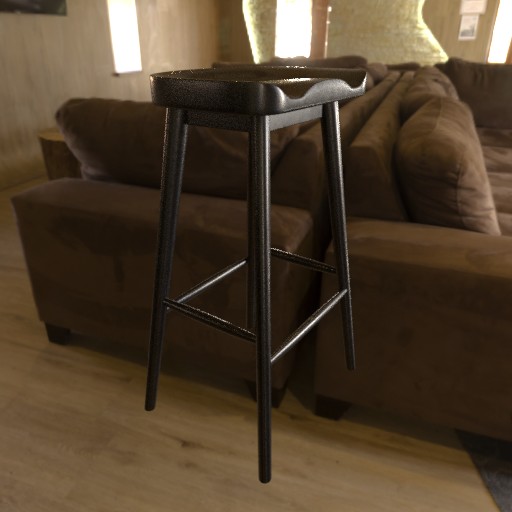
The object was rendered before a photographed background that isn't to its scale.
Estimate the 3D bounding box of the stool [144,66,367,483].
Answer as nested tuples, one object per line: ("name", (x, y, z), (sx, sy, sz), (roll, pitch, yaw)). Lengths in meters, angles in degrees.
("stool", (0.000, 0.000, 0.974), (0.361, 0.749, 0.440), (17, 31, 31))
